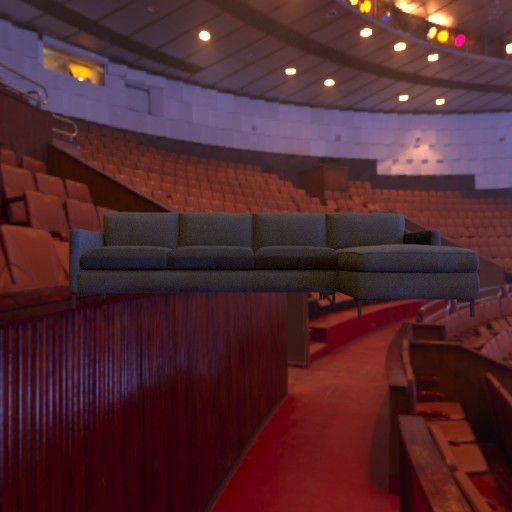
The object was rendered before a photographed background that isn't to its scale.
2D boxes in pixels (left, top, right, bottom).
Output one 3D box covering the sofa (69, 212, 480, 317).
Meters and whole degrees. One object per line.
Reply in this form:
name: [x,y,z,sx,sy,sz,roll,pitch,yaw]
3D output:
sofa: [0.000,0.000,3.288,2.725,0.756,1.255,0,0,-1]
